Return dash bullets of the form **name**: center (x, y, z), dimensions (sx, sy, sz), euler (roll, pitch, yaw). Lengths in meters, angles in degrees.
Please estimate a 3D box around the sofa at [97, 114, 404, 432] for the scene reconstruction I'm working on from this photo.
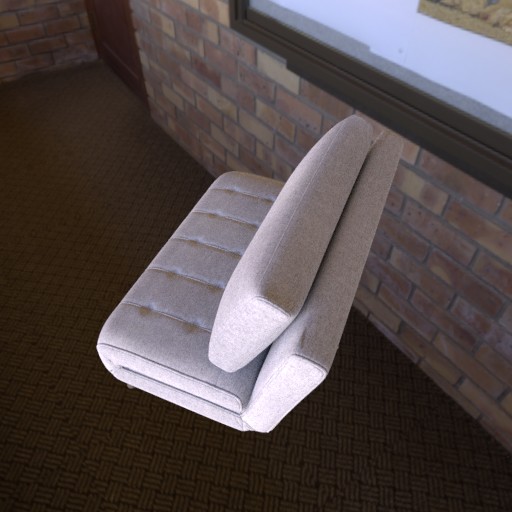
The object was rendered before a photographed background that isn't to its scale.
- **sofa**: center (0.000, 0.000, 1.902), dimensions (0.910, 0.910, 1.220), euler (17, 49, 15)
